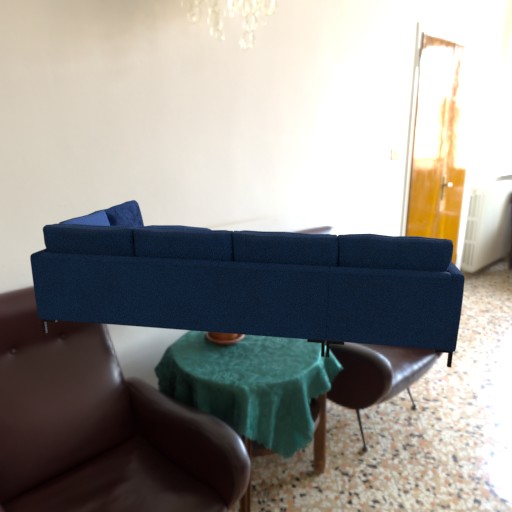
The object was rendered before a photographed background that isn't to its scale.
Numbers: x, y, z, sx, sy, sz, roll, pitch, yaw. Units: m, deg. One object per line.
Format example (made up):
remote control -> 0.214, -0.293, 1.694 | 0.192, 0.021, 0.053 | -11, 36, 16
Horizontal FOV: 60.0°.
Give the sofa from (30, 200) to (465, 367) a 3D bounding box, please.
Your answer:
sofa -> 0.000, 0.000, 3.265 | 2.486, 0.687, 1.707 | 3, 15, 10
